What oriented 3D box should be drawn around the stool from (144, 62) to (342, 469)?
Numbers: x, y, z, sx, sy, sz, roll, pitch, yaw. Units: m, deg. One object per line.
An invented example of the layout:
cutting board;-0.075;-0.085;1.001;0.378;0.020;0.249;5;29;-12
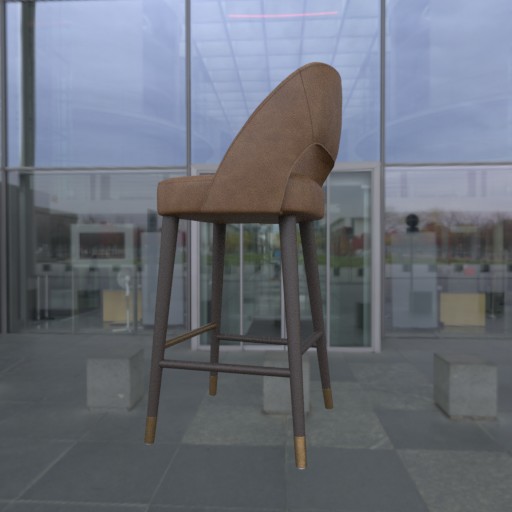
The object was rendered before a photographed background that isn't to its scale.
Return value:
stool;0.000;0.000;1.350;0.509;1.037;0.494;0;1;19
